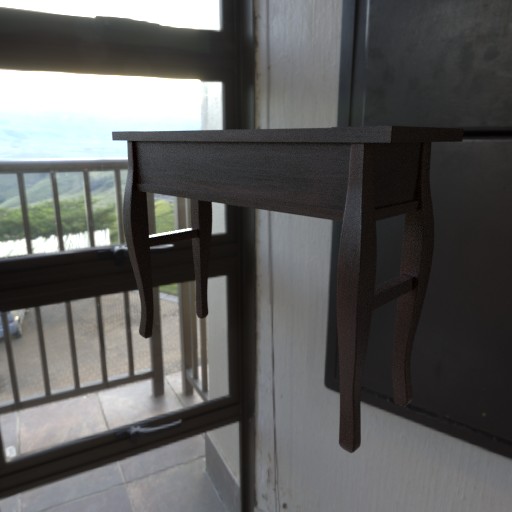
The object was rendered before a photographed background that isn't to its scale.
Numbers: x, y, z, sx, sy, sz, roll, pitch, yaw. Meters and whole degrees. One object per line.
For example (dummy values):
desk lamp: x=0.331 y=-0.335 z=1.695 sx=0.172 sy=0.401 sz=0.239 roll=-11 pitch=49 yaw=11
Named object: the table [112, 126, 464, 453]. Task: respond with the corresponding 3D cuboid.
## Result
table: x=0.000 y=0.000 z=1.408 sx=1.062 sy=0.768 sz=0.373 roll=14 pitch=20 yaw=43
